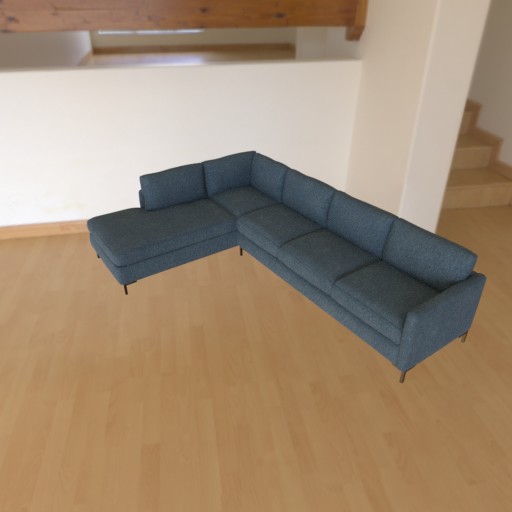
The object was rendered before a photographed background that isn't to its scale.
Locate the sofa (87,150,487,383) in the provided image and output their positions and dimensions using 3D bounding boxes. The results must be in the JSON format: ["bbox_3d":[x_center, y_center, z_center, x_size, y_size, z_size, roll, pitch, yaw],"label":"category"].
[{"bbox_3d":[0.000,0.000,3.766,2.007,0.815,2.949,-20,37,-29],"label":"sofa"}]
